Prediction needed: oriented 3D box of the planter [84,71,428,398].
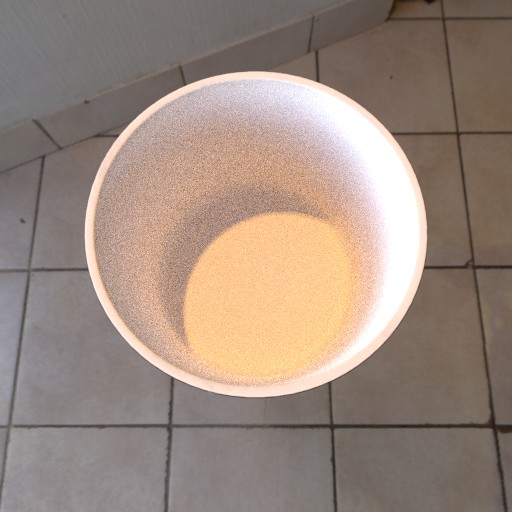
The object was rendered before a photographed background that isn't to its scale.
[{"bbox_3d":[0.000,0.000,0.435,0.254,0.221,0.254,0,75,0],"label":"planter"}]
